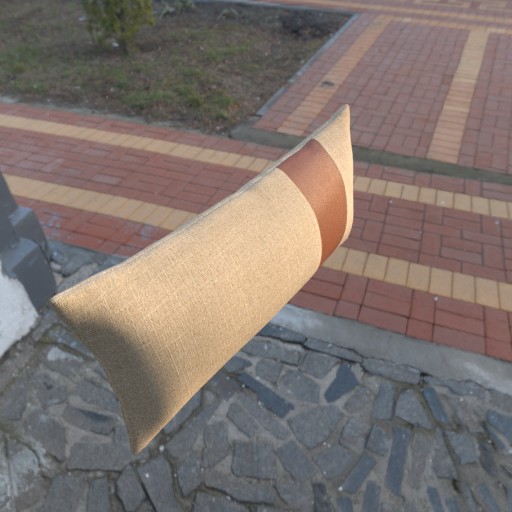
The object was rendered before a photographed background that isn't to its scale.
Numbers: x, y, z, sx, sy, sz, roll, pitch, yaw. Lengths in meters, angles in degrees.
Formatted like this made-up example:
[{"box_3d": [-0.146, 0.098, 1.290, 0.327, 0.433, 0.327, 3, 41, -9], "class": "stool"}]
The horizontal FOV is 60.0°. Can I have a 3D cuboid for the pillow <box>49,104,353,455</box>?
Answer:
[{"box_3d": [0.000, 0.000, 0.706, 0.155, 0.282, 0.612, 27, 48, 27], "class": "pillow"}]
